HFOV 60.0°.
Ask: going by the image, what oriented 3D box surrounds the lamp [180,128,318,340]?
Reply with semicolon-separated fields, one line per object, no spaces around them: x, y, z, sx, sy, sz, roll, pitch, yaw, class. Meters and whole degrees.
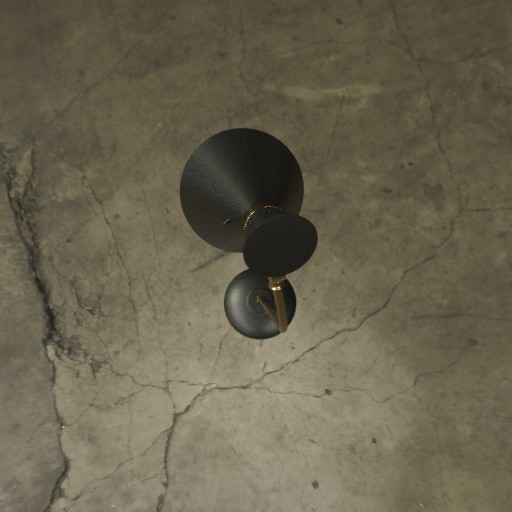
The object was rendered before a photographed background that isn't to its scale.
0.000;0.000;0.774;0.189;0.647;0.292;-16;75;-4;lamp
